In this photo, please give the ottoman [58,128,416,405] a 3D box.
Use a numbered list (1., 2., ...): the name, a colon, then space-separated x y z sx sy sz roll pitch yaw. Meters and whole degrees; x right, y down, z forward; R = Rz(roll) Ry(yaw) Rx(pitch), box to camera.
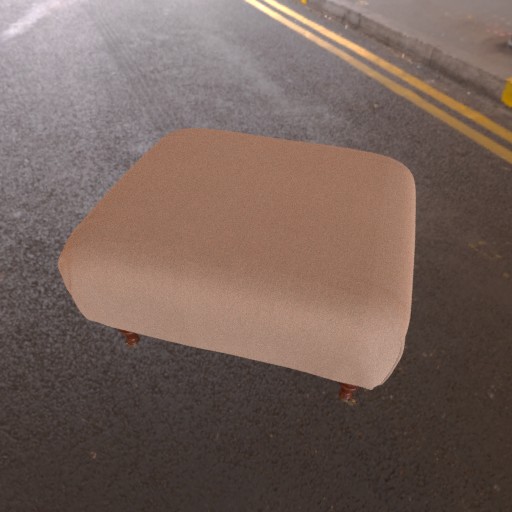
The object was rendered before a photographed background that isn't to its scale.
1. ottoman: 0.000 0.000 1.156 0.746 0.450 0.639 11 43 12
